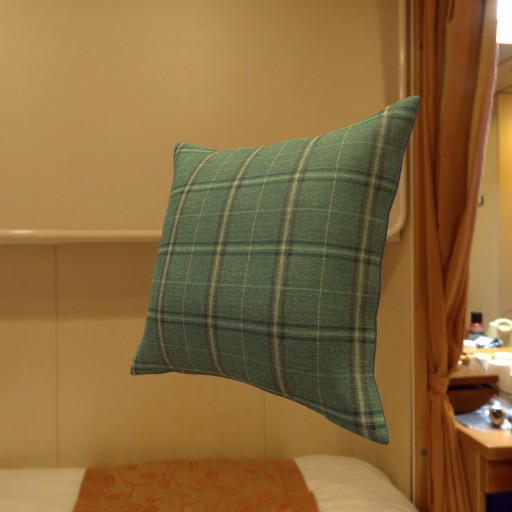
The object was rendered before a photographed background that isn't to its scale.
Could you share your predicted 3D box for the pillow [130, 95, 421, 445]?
[{"bbox_3d":[0.000,0.000,0.675,0.453,0.430,0.200,1,1,35],"label":"pillow"}]
